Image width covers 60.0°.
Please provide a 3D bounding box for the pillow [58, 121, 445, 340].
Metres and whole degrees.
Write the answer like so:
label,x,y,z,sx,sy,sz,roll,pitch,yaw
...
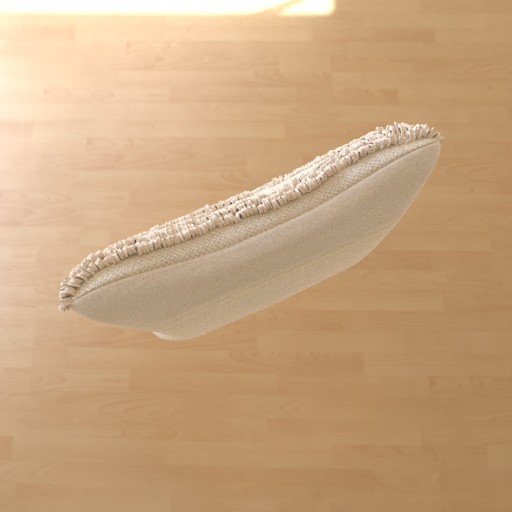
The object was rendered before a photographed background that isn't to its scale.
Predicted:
label,x,y,z,sx,sy,sz,roll,pitch,yaw
pillow,0.000,0.000,0.647,0.437,0.427,0.145,-24,78,-6
